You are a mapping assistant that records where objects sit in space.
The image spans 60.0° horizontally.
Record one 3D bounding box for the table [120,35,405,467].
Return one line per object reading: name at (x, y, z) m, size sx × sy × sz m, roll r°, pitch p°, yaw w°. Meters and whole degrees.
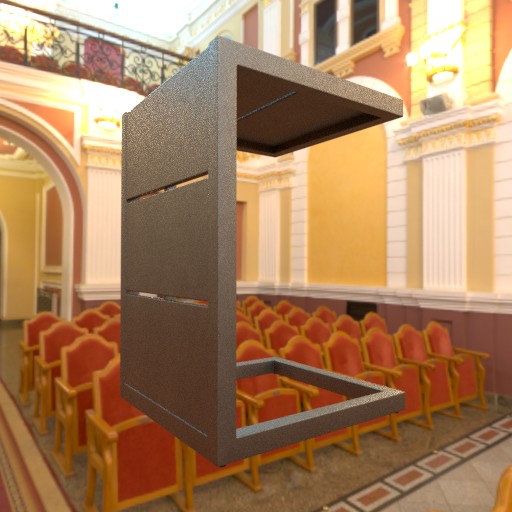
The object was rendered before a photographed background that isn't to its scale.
table at (0.000, 0.000, 0.902) m, size 0.420 × 0.609 × 0.405 m, roll 1°, pitch -1°, yaw -36°
